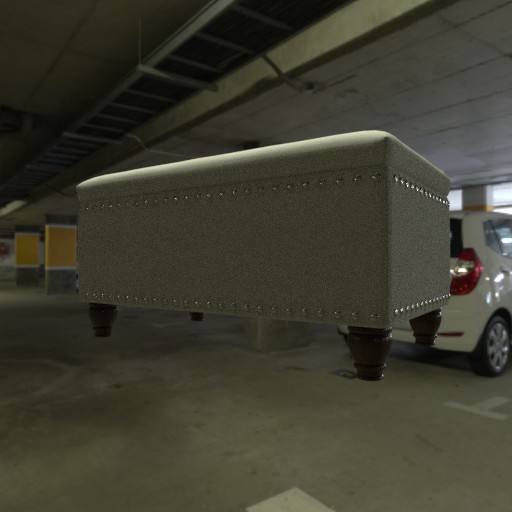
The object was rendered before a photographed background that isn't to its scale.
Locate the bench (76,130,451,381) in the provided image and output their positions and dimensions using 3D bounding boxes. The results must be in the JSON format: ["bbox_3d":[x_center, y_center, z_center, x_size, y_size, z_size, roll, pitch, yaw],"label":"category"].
[{"bbox_3d":[0.000,0.000,1.188,0.887,0.449,0.500,0,-1,35],"label":"bench"}]
